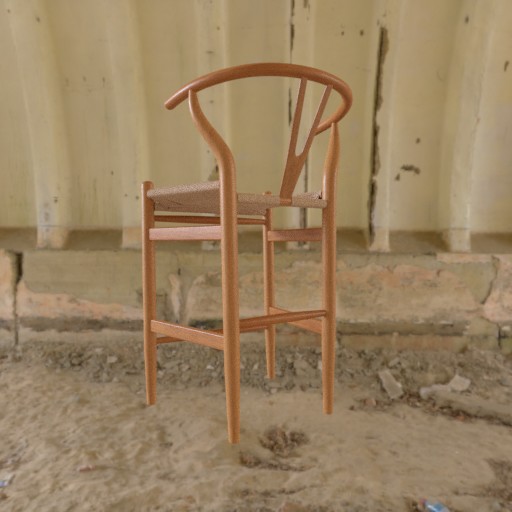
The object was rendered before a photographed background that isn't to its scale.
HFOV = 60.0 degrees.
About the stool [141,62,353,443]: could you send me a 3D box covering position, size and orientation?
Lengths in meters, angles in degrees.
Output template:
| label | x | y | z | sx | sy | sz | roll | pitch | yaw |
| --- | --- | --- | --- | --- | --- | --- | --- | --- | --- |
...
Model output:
| label | x | y | z | sx | sy | sz | roll | pitch | yaw |
| --- | --- | --- | --- | --- | --- | --- | --- | --- | --- |
| stool | 0.000 | 0.000 | 1.377 | 0.569 | 0.970 | 0.579 | -1 | 2 | -35 |
